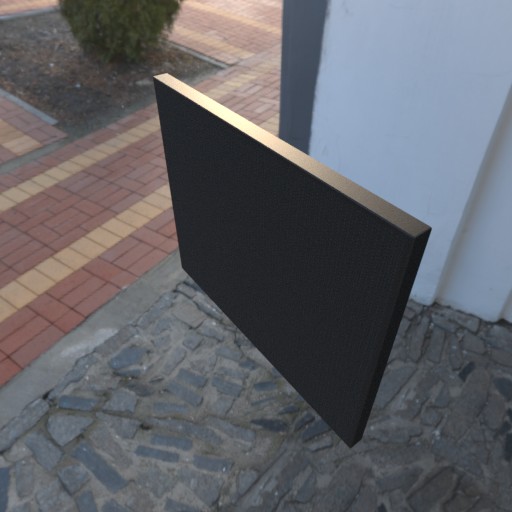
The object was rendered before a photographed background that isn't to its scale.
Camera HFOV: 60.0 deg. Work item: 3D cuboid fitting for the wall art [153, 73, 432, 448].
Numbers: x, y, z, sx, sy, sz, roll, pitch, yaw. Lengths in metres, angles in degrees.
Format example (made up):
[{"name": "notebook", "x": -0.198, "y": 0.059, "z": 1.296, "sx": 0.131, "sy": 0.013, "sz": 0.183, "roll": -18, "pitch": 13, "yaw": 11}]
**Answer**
[{"name": "wall art", "x": 0.000, "y": 0.000, "z": 0.765, "sx": 0.029, "sy": 0.458, "sz": 0.559, "roll": -27, "pitch": 48, "yaw": -27}]
